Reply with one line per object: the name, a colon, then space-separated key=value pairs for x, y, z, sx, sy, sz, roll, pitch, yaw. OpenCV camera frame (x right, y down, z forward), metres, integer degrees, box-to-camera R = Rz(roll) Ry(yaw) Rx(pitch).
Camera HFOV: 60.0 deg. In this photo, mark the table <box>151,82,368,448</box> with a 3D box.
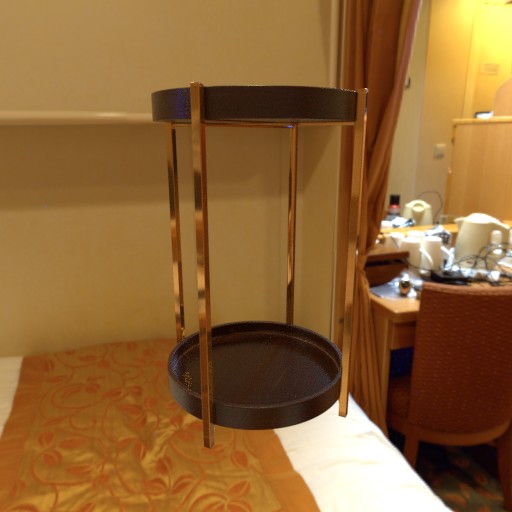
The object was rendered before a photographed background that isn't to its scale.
table: x=0.000 y=0.000 z=0.882 sx=0.400 sy=0.610 sz=0.400 roll=7 pitch=17 yaw=25
